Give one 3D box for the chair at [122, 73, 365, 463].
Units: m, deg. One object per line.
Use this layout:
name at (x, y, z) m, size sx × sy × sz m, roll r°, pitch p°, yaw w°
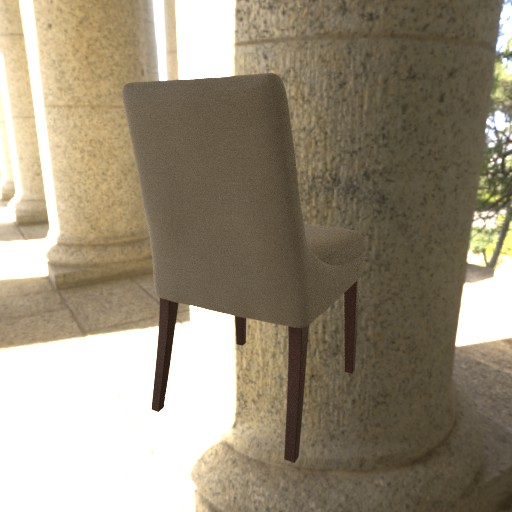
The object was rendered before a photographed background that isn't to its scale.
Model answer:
chair at (0.000, 0.000, 1.325) m, size 0.515 × 0.940 × 0.638 m, roll 8°, pitch 18°, yaw 27°
